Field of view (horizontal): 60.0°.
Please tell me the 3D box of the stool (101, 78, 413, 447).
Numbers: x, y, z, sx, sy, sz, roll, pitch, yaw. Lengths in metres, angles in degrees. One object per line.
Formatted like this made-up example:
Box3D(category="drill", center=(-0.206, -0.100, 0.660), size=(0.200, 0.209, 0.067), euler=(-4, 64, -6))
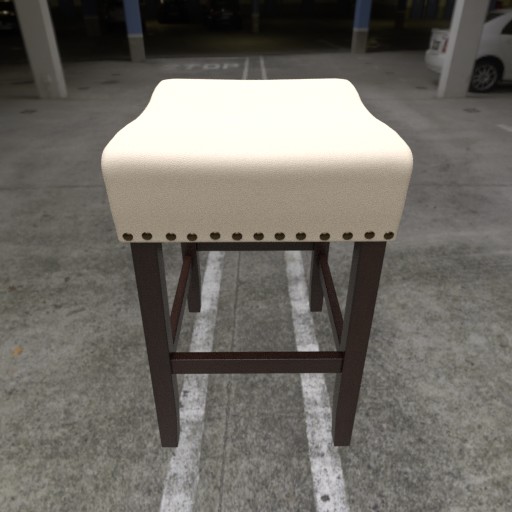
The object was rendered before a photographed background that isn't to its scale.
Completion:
Box3D(category="stool", center=(0.000, 0.000, 0.903), size=(0.401, 0.609, 0.471), euler=(0, 32, 0))
